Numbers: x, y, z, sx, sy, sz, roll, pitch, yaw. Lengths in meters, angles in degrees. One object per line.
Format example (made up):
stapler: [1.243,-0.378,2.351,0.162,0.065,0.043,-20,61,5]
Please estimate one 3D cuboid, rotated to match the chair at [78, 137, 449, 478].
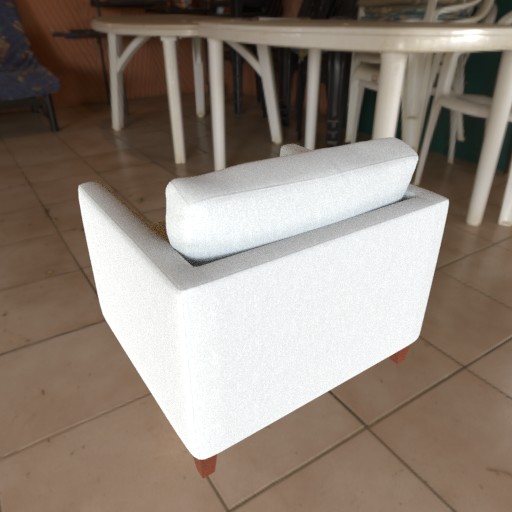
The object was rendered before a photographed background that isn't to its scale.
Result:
chair: [0.000,0.000,1.787,1.107,0.961,0.953,-18,34,-29]
